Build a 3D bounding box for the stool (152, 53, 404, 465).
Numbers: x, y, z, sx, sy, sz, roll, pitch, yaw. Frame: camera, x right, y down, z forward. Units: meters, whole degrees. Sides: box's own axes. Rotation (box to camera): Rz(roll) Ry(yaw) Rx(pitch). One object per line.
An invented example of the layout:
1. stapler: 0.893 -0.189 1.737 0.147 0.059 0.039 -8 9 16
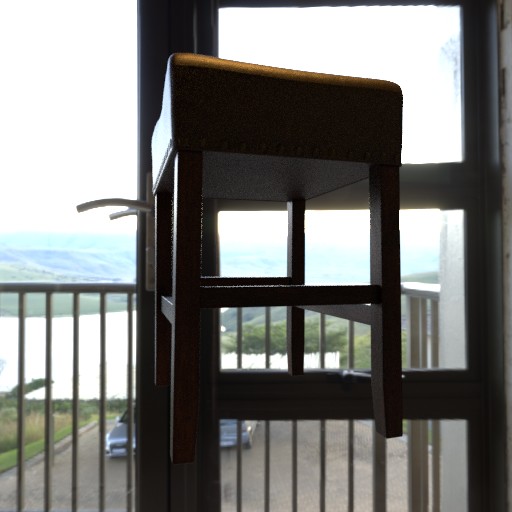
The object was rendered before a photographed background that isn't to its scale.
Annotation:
1. stool: 0.000 0.000 0.909 0.397 0.608 0.465 0 -1 -16
